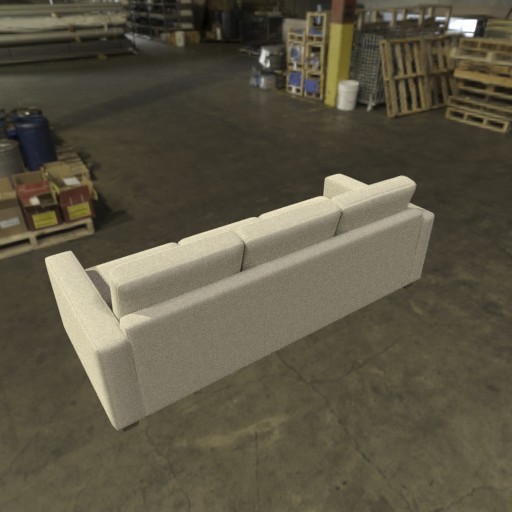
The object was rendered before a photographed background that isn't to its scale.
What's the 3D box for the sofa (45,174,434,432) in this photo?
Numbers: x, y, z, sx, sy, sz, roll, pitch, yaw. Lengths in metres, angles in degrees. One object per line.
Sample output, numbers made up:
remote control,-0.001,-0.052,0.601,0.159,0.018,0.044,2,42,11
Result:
sofa,0.000,0.000,2.659,2.160,0.800,0.900,-20,37,-29
